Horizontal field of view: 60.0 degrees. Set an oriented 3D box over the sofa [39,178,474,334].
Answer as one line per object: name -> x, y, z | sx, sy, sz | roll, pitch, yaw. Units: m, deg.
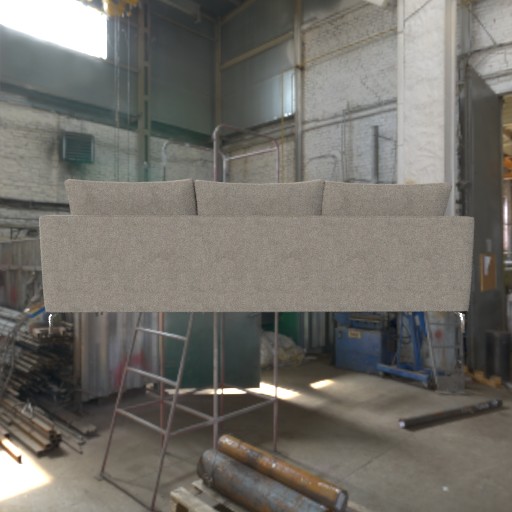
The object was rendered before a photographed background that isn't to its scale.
sofa -> 0.000, 0.000, 3.197 | 2.438, 0.864, 1.626 | 0, 0, -1
